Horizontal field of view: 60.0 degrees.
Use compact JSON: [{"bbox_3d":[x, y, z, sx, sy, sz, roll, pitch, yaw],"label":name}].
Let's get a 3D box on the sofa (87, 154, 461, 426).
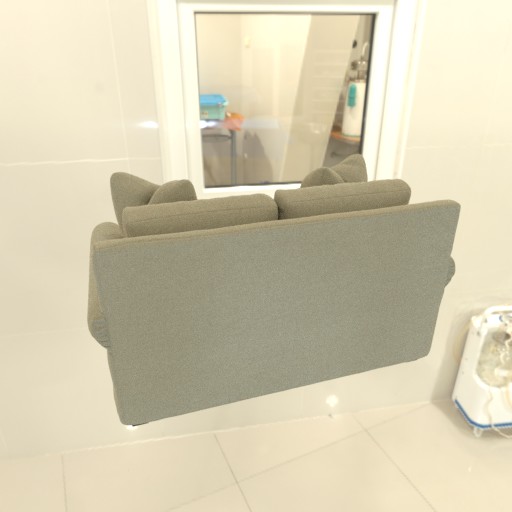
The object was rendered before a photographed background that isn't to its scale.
[{"bbox_3d":[0.000,0.000,2.196,1.550,0.905,1.070,-8,27,-16],"label":"sofa"}]
